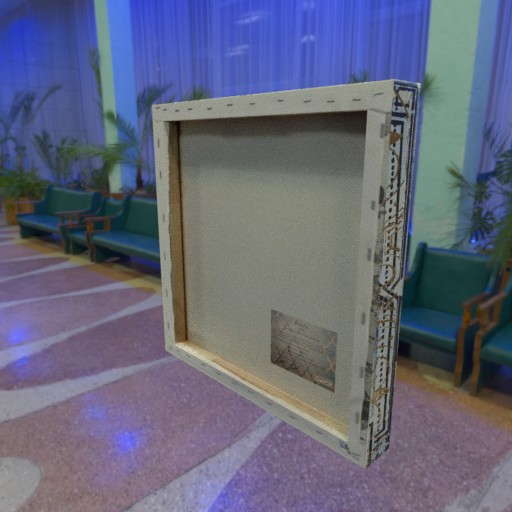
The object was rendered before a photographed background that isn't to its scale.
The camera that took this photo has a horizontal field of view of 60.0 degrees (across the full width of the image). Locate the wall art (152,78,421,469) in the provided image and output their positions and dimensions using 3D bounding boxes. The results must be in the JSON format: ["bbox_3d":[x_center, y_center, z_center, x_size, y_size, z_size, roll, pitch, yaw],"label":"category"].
[{"bbox_3d":[0.000,0.000,0.449,0.038,0.306,0.302,-14,20,-42],"label":"wall art"}]
